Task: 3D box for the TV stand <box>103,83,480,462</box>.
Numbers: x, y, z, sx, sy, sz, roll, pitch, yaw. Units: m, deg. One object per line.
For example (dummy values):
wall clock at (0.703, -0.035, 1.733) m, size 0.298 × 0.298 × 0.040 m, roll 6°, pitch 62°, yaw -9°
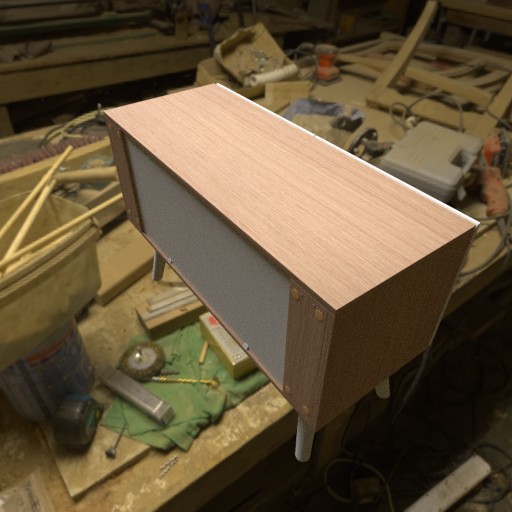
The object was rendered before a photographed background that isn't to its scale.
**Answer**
TV stand at (0.000, 0.000, 1.326) m, size 0.407 × 0.660 × 0.991 m, roll -26°, pitch 47°, yaw -27°
